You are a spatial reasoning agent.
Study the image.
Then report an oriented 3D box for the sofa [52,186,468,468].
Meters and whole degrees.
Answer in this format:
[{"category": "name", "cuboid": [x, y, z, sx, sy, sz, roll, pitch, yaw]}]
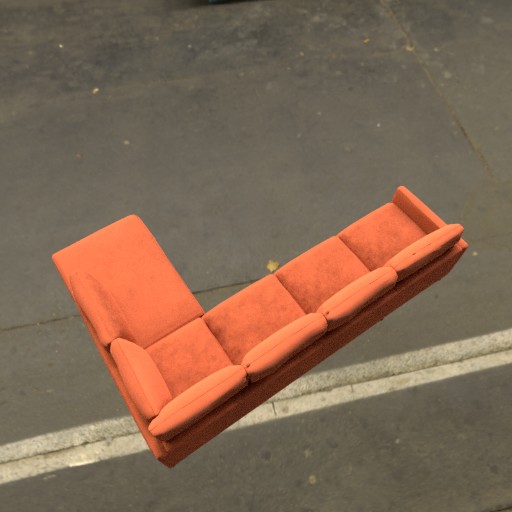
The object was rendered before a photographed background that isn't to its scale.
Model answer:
[{"category": "sofa", "cuboid": [0.000, 0.000, 3.552, 2.736, 0.757, 1.879, -30, 63, -17]}]
